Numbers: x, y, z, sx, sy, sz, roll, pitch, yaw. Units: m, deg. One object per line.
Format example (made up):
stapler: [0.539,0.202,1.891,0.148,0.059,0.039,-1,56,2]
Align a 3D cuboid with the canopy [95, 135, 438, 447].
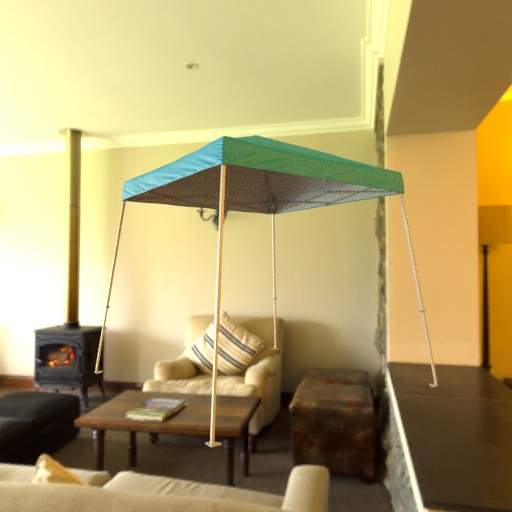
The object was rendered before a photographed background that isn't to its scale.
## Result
canopy: [0.000,0.000,5.190,2.850,2.850,2.849,1,-2,-36]
